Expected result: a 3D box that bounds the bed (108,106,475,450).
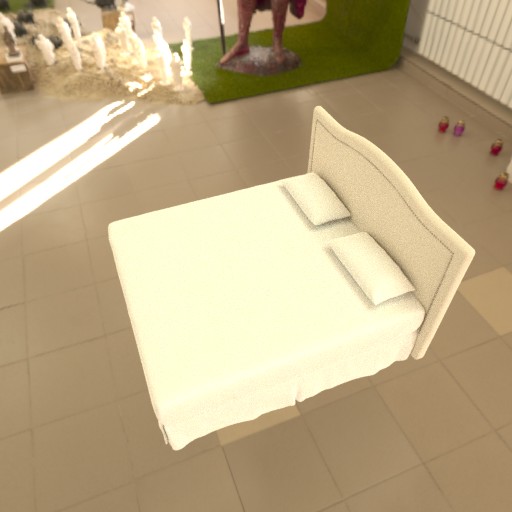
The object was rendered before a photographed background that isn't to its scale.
[{"bbox_3d":[0.000,0.000,3.603,2.182,1.421,2.083,-16,48,-15],"label":"bed"}]
